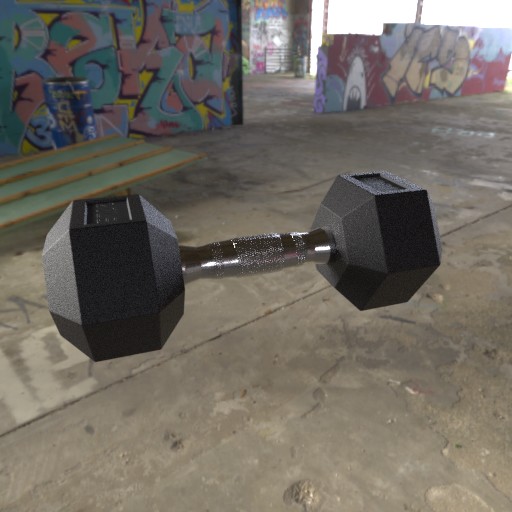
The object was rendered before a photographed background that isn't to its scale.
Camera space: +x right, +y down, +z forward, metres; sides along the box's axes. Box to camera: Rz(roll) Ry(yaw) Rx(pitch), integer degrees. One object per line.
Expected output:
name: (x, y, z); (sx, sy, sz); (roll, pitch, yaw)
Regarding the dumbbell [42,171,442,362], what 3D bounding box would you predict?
dumbbell: (0.000, 0.000, 0.350); (0.297, 0.101, 0.116); (-8, 27, -16)
